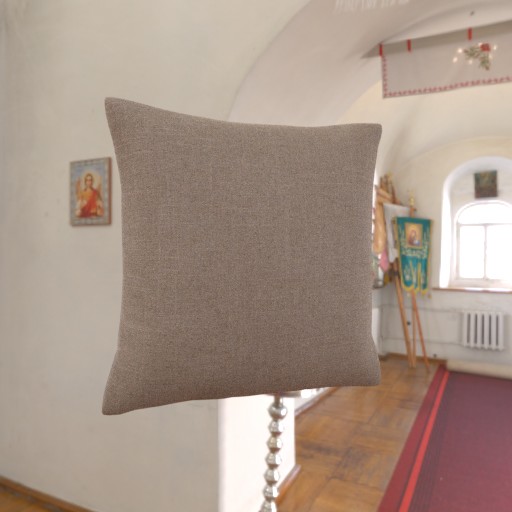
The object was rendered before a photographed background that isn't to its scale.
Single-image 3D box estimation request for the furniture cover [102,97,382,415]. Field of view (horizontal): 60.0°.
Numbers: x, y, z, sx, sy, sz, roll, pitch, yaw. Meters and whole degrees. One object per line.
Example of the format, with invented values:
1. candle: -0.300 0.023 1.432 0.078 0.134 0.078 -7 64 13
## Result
1. furniture cover: 0.000 0.000 0.775 0.511 0.503 0.162 0 1 -18
